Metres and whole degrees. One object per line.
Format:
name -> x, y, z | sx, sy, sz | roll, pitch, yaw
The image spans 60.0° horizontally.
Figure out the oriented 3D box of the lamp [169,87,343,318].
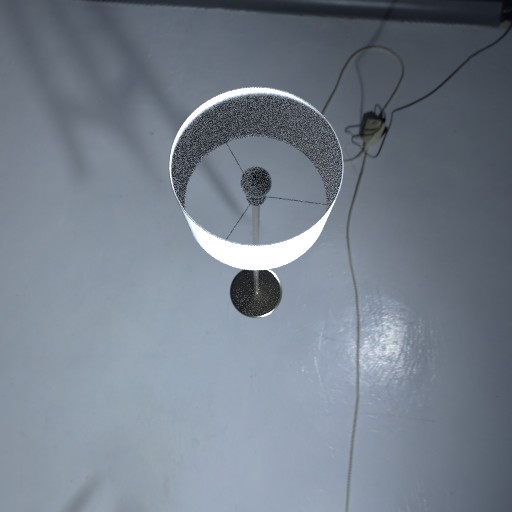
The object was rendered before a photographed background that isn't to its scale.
lamp -> 0.000, 0.000, 1.579 | 0.347, 1.443, 0.347 | 4, 75, 1
